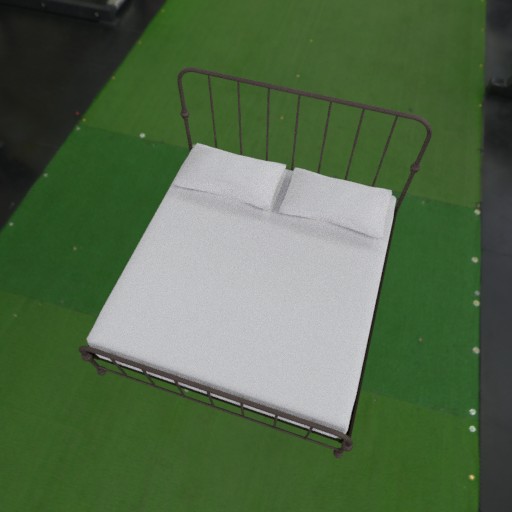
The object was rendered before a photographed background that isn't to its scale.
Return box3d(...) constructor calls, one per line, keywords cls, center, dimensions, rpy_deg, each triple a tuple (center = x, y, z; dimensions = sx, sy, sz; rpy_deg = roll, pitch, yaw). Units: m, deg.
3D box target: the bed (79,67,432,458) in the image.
box3d(cls="bed", center=(0.000, 0.000, 3.358), dimensions=(2.044, 1.446, 2.134), rpy_deg=(16, 60, 9))
